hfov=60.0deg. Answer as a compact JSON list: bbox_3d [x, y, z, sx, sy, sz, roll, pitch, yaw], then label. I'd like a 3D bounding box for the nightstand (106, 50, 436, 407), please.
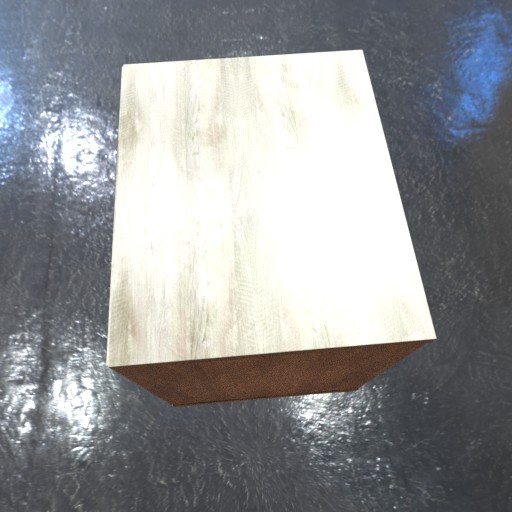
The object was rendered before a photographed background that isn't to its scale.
[{"bbox_3d":[0.000,0.000,0.753,0.347,0.448,0.427,-4,66,-2],"label":"nightstand"}]
